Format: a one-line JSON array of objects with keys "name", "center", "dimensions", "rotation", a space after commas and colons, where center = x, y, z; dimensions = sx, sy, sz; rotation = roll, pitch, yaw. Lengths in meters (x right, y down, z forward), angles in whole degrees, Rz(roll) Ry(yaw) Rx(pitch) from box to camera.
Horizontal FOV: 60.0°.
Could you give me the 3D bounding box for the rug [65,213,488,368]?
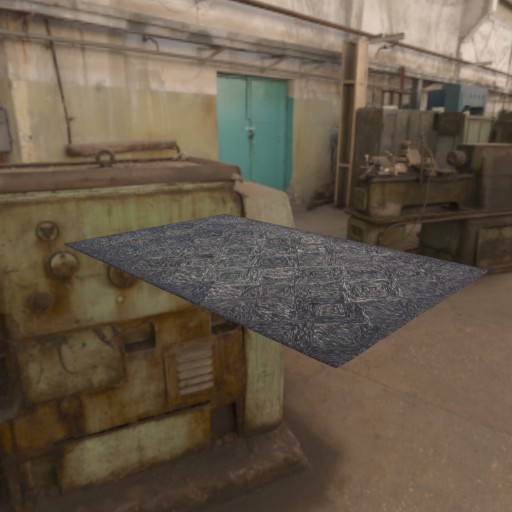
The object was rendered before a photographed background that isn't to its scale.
[{"name": "rug", "center": [0.000, 0.000, 2.150], "dimensions": [1.139, 0.010, 1.754], "rotation": [-16, 23, -42]}]
